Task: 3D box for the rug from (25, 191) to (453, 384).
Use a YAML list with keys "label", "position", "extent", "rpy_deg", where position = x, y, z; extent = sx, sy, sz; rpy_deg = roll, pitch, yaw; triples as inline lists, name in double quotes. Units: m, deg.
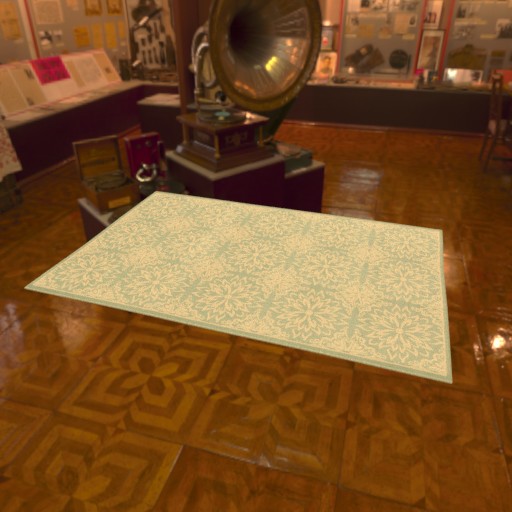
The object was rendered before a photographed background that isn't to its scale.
- label: "rug"
  position: [0.000, 0.000, 3.408]
  extent: [2.746, 0.018, 1.819]
  rpy_deg: [10, 32, 16]
